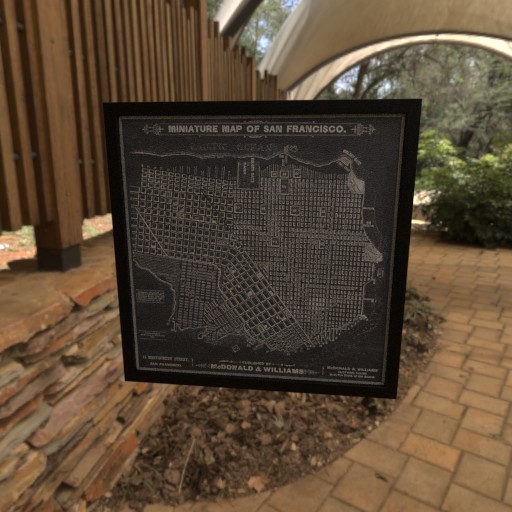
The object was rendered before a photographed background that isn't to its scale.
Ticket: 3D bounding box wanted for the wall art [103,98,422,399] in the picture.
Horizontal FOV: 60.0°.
[{"bbox_3d":[0.000,0.000,0.690,0.457,0.458,0.012,2,14,7],"label":"wall art"}]
